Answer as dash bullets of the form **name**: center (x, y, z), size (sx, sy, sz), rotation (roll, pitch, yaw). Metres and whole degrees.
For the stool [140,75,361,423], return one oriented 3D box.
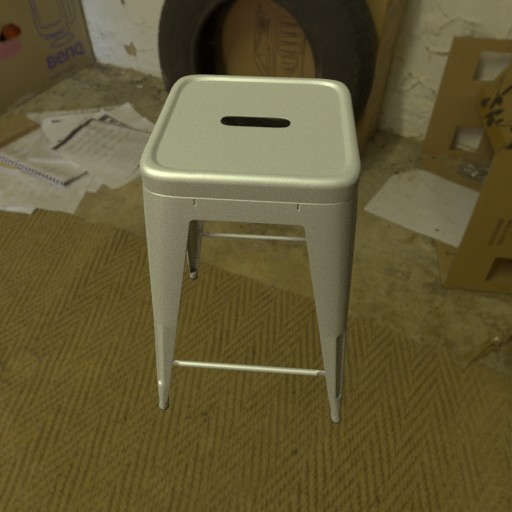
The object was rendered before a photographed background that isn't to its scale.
- **stool**: center (0.000, 0.000, 0.898), size (0.406, 0.610, 0.406), rotation (3, 47, 3)
